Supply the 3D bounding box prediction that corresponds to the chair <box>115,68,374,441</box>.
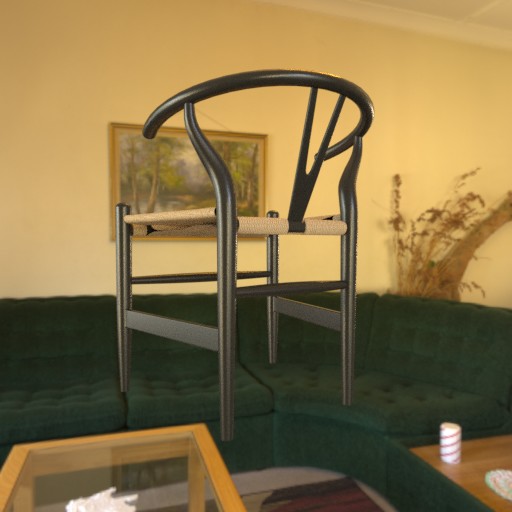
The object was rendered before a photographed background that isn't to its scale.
[{"bbox_3d":[0.000,0.000,1.124,0.570,0.739,0.570,-1,2,-35],"label":"chair"}]
